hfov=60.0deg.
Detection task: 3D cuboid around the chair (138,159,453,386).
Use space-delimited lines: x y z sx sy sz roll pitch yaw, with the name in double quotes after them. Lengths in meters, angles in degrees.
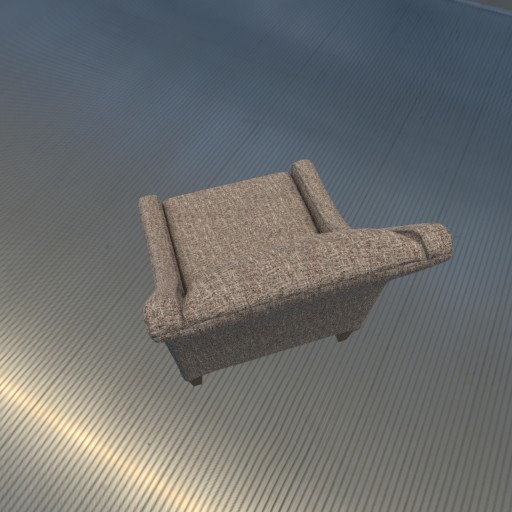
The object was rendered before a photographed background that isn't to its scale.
0.000 0.000 1.630 0.774 1.014 0.870 -15 58 -9 "chair"
